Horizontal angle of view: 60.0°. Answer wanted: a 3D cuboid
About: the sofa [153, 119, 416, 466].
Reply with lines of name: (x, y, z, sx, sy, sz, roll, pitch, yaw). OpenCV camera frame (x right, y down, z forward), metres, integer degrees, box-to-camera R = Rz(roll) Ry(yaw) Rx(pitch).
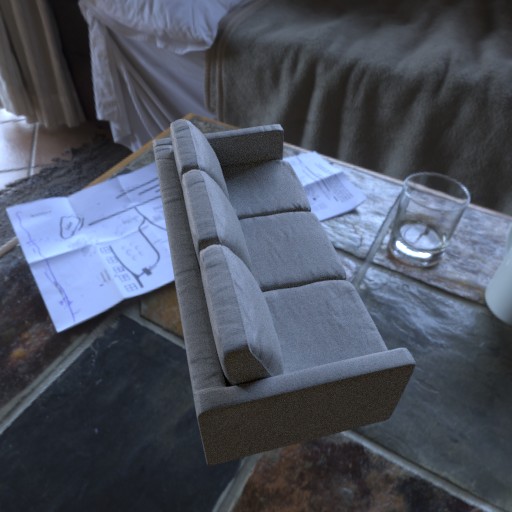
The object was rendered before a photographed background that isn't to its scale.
sofa: (0.000, 0.000, 2.559, 0.944, 0.918, 1.983, -10, 46, -10)
